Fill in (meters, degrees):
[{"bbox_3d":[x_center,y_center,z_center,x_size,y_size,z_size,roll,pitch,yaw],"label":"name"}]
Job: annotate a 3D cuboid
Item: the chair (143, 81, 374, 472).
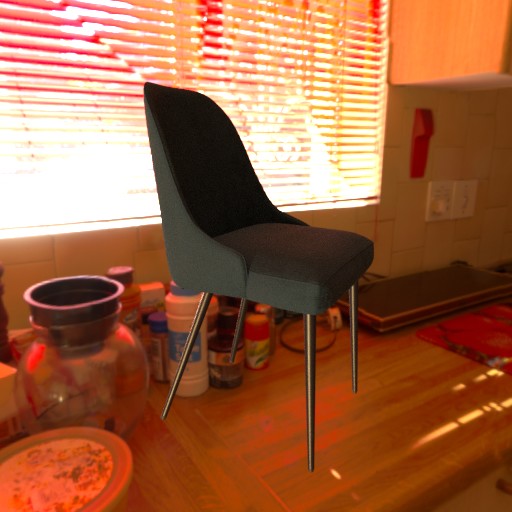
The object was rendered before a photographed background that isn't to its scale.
[{"bbox_3d":[0.000,0.000,1.196,0.559,0.896,0.478,7,15,27],"label":"chair"}]
